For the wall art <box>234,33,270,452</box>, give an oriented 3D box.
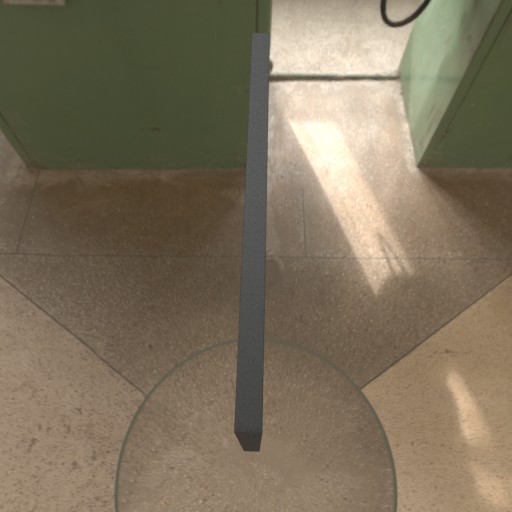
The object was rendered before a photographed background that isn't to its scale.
[{"bbox_3d":[0.000,0.000,0.564,0.021,0.301,0.443,1,64,1],"label":"wall art"}]
